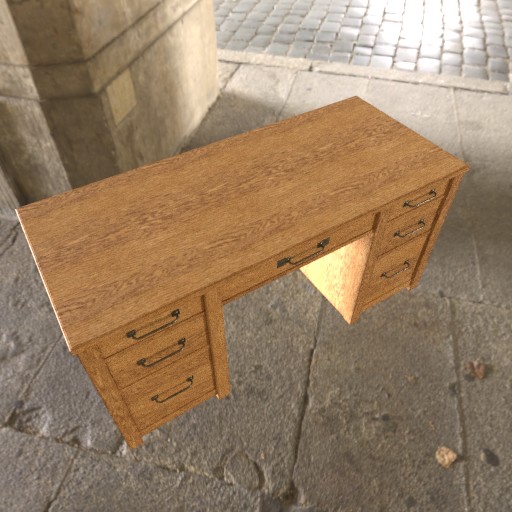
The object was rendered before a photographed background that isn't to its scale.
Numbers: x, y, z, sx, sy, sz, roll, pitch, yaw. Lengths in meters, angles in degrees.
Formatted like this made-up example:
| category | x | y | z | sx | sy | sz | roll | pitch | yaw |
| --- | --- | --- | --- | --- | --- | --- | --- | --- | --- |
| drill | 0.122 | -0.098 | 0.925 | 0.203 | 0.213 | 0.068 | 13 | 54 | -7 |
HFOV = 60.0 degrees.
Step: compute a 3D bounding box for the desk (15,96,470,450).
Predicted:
| category | x | y | z | sx | sy | sz | roll | pitch | yaw |
| --- | --- | --- | --- | --- | --- | --- | --- | --- | --- |
| desk | 0.000 | 0.000 | 1.914 | 1.567 | 0.751 | 0.685 | -24 | 51 | -21 |
